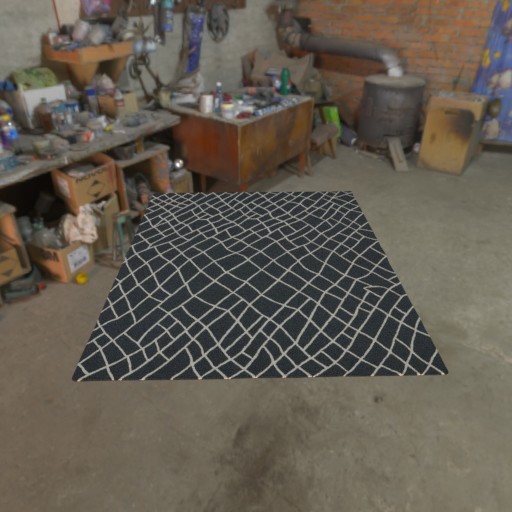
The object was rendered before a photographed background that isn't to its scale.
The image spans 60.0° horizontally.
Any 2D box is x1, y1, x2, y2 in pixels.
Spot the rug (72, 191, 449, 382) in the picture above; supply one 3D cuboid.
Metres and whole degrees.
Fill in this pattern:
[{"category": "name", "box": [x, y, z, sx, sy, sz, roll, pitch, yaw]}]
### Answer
[{"category": "rug", "box": [0.000, 0.000, 4.145, 2.439, 0.022, 3.047, -1, 31, -1]}]
